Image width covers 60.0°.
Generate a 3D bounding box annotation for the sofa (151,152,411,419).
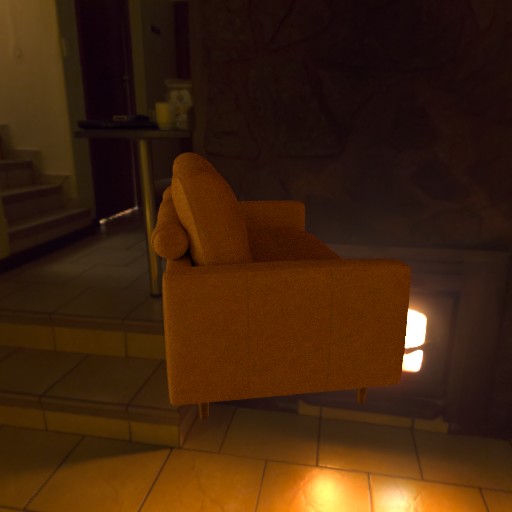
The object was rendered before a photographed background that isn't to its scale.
[{"bbox_3d":[0.000,0.000,2.069,0.868,0.898,1.430,-3,16,-9],"label":"sofa"}]
